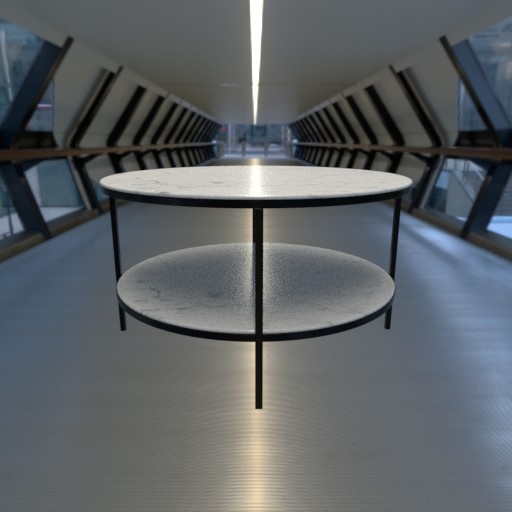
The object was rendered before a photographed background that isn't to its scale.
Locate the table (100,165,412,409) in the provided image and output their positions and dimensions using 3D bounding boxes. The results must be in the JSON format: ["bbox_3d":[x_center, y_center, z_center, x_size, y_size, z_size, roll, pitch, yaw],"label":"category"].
[{"bbox_3d":[0.000,0.000,1.256,0.800,0.450,0.800,0,15,0],"label":"table"}]
